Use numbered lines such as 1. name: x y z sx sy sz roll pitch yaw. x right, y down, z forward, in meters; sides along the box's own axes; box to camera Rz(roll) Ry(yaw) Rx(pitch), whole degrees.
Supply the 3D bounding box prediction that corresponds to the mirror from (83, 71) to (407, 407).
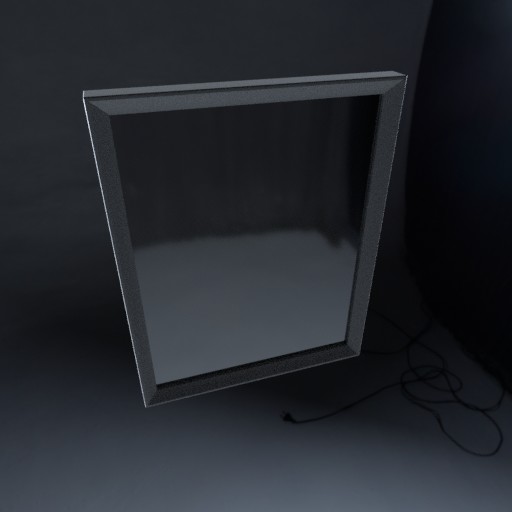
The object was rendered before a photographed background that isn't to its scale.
1. mirror: 0.000 0.000 0.684 0.406 0.509 0.041 -10 34 -15
